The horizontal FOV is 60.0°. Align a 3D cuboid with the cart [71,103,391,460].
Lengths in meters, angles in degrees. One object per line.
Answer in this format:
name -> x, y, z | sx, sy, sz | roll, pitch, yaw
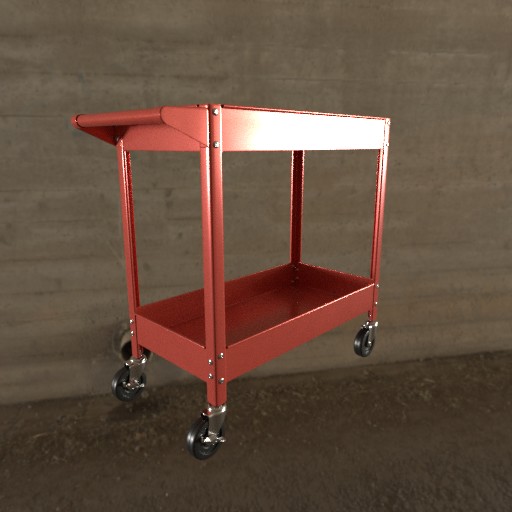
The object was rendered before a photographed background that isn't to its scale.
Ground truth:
cart -> 0.000, 0.000, 1.180 | 0.366, 0.719, 0.779 | 13, 19, 42
